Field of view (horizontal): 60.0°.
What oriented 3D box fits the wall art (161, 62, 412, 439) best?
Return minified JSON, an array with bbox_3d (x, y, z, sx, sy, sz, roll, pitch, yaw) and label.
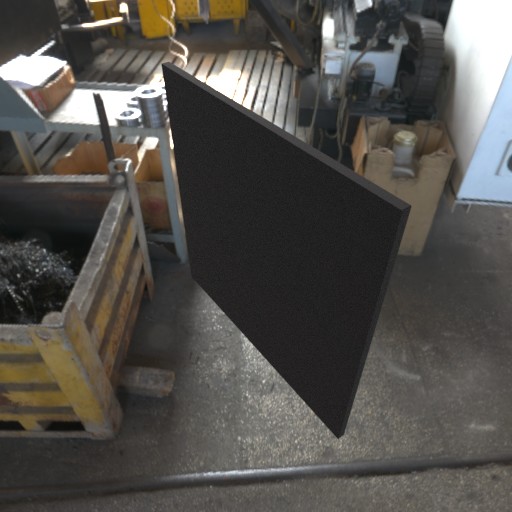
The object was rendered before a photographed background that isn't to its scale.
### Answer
[{"bbox_3d":[0.000,0.000,0.691,0.013,0.458,0.456,-27,49,-26],"label":"wall art"}]
